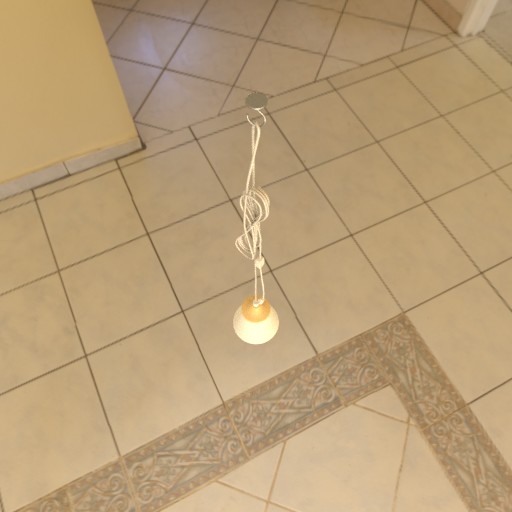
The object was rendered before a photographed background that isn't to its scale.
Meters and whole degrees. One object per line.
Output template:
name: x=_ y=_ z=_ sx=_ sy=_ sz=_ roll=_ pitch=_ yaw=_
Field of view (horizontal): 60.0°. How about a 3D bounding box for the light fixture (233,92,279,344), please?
light fixture: x=0.000 y=0.000 z=1.058 sx=0.153 sy=0.966 sz=0.153 roll=-33 pitch=67 yaw=-16
